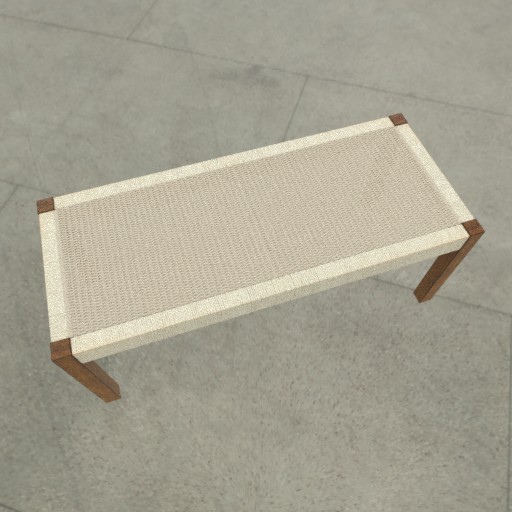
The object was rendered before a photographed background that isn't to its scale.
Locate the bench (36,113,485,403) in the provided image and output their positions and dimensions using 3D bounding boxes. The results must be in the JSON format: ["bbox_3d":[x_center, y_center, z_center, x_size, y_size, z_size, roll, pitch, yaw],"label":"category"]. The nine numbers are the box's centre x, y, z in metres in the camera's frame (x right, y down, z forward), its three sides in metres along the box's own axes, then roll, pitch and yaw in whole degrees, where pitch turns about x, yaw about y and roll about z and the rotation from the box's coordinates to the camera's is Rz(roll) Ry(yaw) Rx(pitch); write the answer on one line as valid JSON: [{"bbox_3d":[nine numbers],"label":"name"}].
[{"bbox_3d":[0.000,0.000,1.476,1.198,0.457,0.507,-16,61,-9],"label":"bench"}]
